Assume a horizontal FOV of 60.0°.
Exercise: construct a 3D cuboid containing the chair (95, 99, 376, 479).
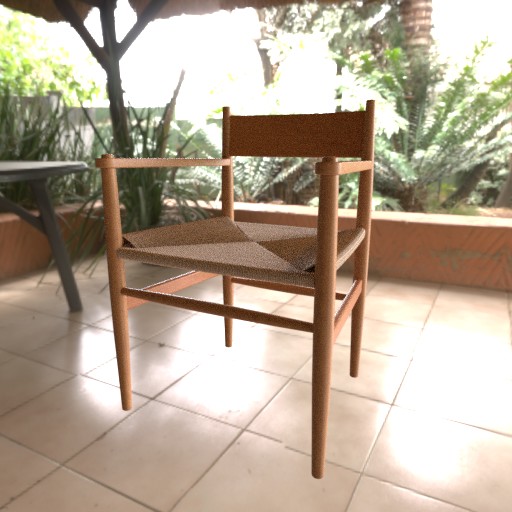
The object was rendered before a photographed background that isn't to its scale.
[{"bbox_3d":[0.000,0.000,1.112,0.556,0.762,0.495,7,16,27],"label":"chair"}]
